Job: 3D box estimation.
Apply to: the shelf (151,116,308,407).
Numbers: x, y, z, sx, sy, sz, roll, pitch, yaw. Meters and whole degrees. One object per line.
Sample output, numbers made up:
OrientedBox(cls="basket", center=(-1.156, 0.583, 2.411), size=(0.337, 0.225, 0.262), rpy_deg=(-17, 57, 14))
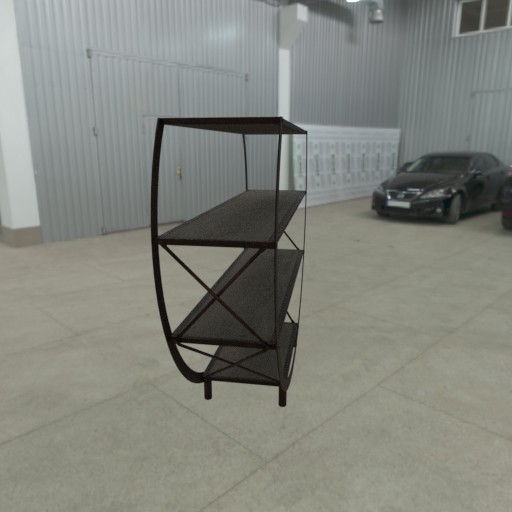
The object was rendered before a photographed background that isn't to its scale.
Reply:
OrientedBox(cls="shelf", center=(0.000, 0.000, 1.892), size=(0.344, 1.063, 1.403), rpy_deg=(2, 14, 9))
